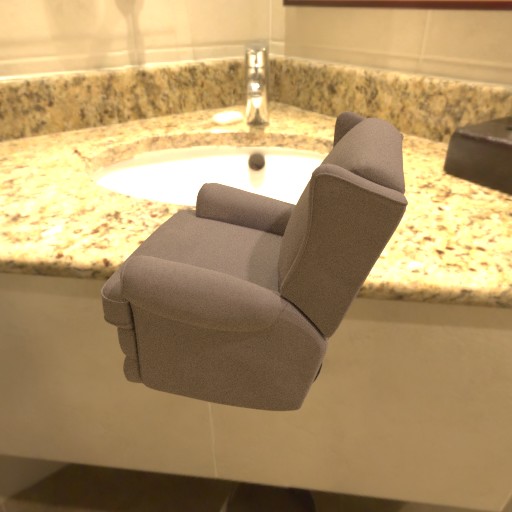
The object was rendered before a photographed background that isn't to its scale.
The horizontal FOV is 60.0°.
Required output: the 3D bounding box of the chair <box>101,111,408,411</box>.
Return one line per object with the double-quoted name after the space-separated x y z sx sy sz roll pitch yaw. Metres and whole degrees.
0.000 0.000 1.704 0.969 1.011 0.847 8 32 13 "chair"
